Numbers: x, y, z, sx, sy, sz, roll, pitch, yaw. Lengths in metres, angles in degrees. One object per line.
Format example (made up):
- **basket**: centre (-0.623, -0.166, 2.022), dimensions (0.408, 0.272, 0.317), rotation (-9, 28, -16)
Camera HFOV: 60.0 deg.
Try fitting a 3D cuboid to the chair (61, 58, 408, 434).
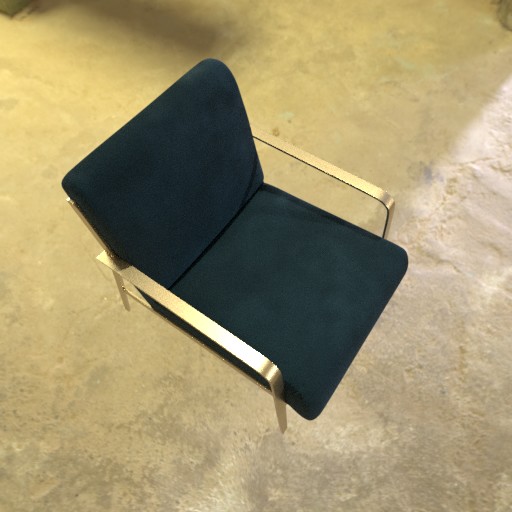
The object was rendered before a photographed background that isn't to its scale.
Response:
- **chair**: centre (0.000, 0.000, 1.449), dimensions (0.859, 0.831, 0.692), rotation (31, 64, 17)
